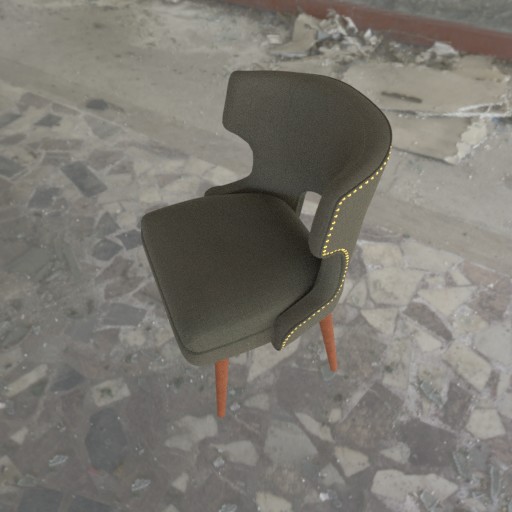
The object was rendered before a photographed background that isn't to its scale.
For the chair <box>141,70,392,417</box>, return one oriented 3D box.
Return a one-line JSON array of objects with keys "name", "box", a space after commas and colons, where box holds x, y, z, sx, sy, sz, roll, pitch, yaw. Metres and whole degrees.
[{"name": "chair", "box": [0.000, 0.000, 1.278, 0.581, 0.863, 0.595, -17, 50, -15]}]
